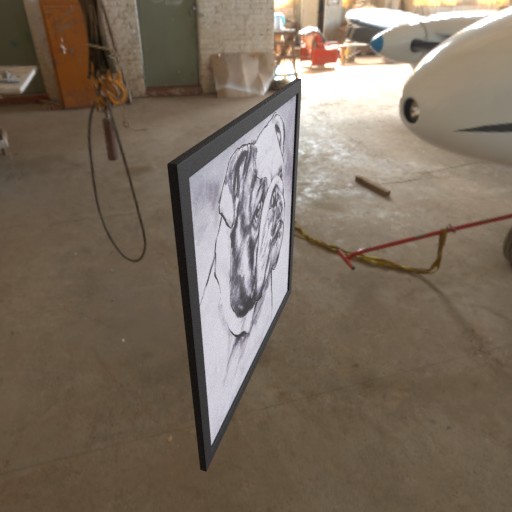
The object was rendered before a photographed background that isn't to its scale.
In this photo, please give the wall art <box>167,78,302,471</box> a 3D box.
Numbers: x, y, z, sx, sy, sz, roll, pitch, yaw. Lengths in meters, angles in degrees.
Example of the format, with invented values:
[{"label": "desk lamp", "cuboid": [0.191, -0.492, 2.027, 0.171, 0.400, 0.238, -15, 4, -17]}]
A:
[{"label": "wall art", "cuboid": [0.000, 0.000, 0.856, 0.012, 0.558, 0.562, 10, 33, 16]}]
